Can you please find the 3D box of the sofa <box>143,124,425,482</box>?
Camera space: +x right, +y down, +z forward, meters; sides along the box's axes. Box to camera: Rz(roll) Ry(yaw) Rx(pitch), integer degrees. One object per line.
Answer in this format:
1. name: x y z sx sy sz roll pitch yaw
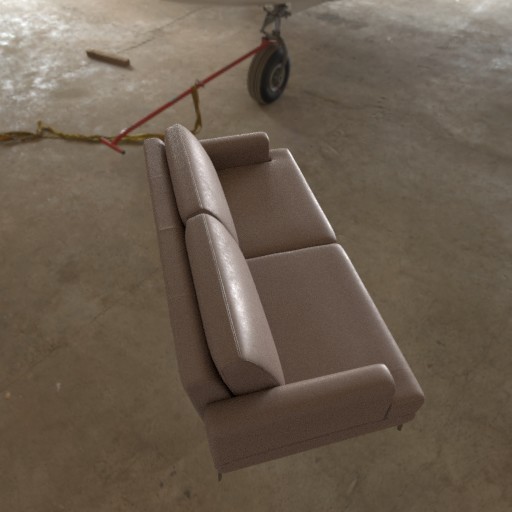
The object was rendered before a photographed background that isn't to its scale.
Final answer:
1. sofa: 0.000 0.000 2.379 0.974 0.765 1.940 -11 48 -10
